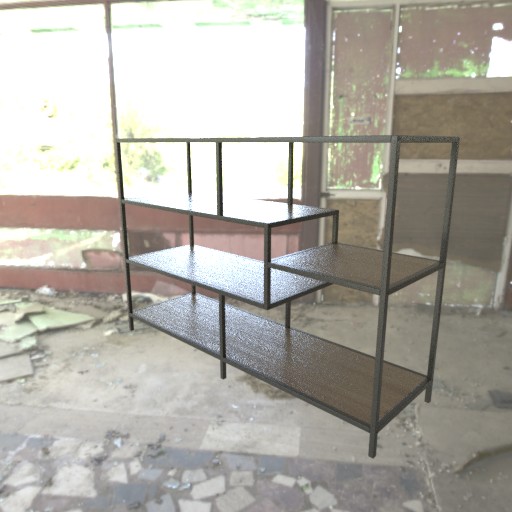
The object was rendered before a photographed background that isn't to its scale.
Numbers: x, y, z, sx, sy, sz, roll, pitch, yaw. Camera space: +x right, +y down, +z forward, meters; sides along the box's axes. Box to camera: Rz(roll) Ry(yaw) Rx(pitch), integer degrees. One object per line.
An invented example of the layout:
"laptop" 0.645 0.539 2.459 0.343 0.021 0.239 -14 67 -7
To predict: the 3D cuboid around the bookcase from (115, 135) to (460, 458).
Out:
"bookcase" 0.000 0.000 1.512 1.140 0.780 0.350 13 19 42
